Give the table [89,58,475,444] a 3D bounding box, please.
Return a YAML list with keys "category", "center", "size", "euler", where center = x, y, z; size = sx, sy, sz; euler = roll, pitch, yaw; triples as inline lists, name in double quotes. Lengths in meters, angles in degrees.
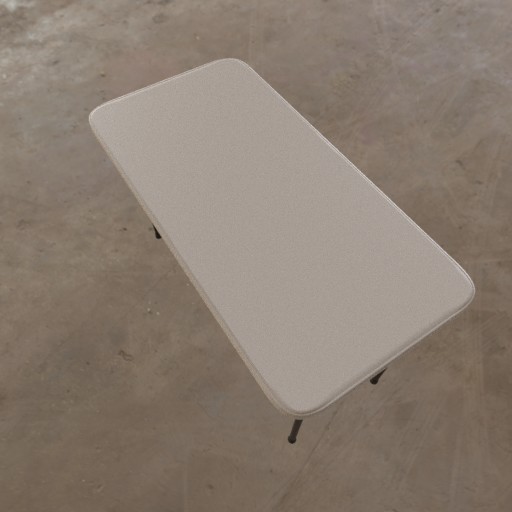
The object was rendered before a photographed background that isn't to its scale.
- category: "table"
  center: [0.000, 0.000, 1.610]
  size: [0.610, 0.729, 1.219]
  euler: [-29, 62, -17]
